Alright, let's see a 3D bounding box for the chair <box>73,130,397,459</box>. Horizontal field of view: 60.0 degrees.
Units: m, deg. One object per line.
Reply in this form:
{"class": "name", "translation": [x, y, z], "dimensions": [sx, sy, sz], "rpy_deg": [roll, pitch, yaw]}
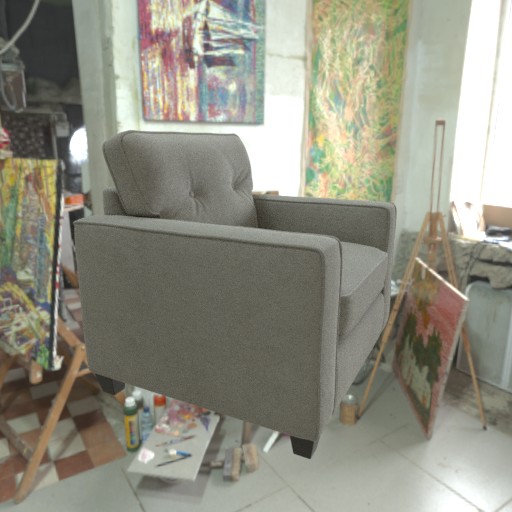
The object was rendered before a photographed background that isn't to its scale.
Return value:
{"class": "chair", "translation": [0.000, 0.000, 1.780], "dimensions": [0.939, 0.965, 1.015], "rpy_deg": [7, 16, 26]}
